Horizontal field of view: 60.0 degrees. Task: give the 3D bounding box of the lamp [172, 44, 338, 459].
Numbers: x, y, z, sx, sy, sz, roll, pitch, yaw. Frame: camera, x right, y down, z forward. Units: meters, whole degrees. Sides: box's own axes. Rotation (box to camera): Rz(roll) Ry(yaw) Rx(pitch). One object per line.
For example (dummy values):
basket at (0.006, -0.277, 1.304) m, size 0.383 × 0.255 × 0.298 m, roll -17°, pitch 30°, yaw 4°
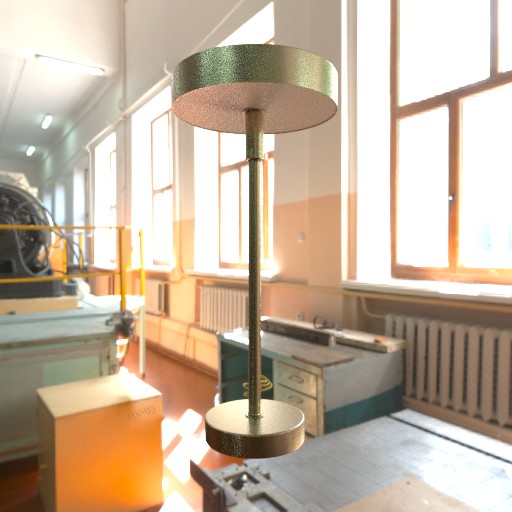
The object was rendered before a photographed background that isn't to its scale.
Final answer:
lamp at (0.000, 0.000, 0.694) m, size 0.229 × 0.508 × 0.369 m, roll 0°, pitch 0°, yaw 1°
